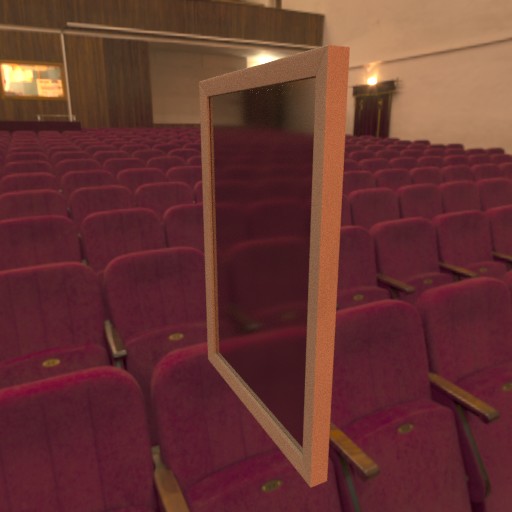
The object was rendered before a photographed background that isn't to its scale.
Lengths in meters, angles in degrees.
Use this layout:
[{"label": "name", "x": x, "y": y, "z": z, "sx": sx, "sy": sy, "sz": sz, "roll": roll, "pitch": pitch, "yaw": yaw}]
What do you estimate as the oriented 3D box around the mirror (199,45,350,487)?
[{"label": "mirror", "x": 0.000, "y": 0.000, "z": 0.906, "sx": 0.040, "sy": 0.710, "sz": 0.507, "roll": -8, "pitch": 17, "yaw": -25}]
